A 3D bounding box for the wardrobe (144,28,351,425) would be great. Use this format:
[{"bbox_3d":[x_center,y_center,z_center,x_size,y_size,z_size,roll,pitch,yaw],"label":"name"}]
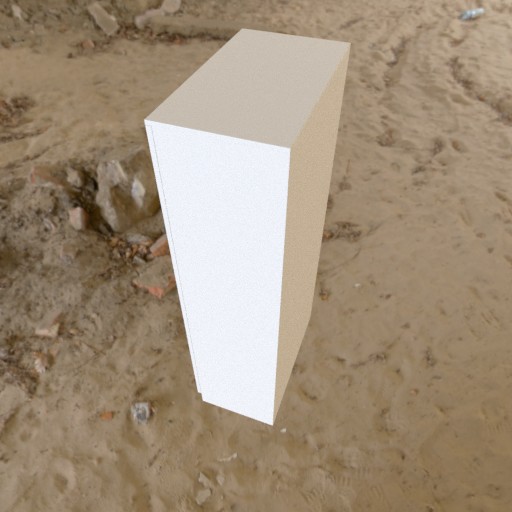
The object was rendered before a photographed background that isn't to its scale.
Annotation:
[{"bbox_3d":[0.000,0.000,2.060,0.470,1.700,0.760,15,48,14],"label":"wardrobe"}]
